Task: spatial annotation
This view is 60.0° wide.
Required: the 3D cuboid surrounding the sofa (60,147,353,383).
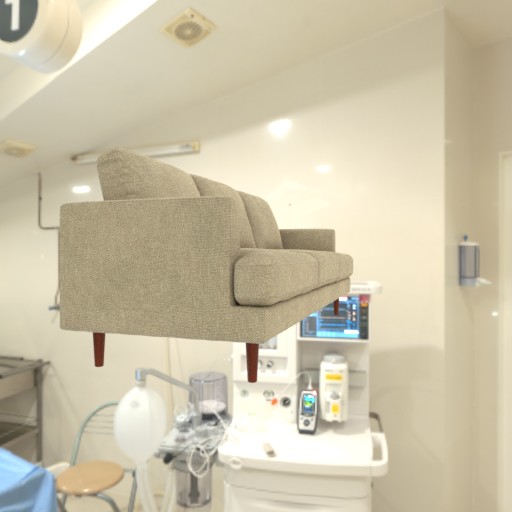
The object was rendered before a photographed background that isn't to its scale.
[{"bbox_3d":[0.000,0.000,2.673,0.903,0.930,2.246,0,0,19],"label":"sofa"}]
